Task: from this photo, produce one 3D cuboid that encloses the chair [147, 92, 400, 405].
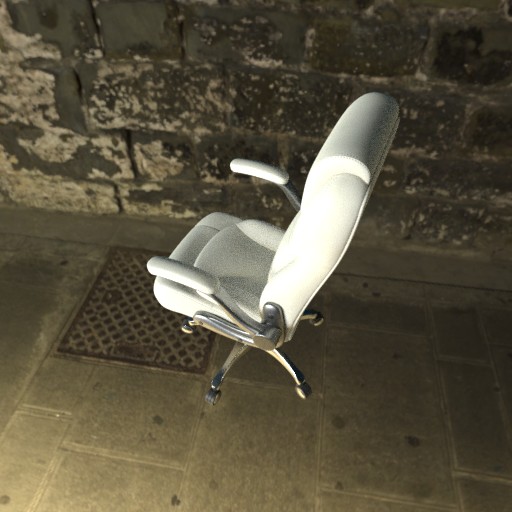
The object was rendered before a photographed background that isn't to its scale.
[{"bbox_3d":[0.000,0.000,1.792,0.806,1.330,0.755,17,48,16],"label":"chair"}]
